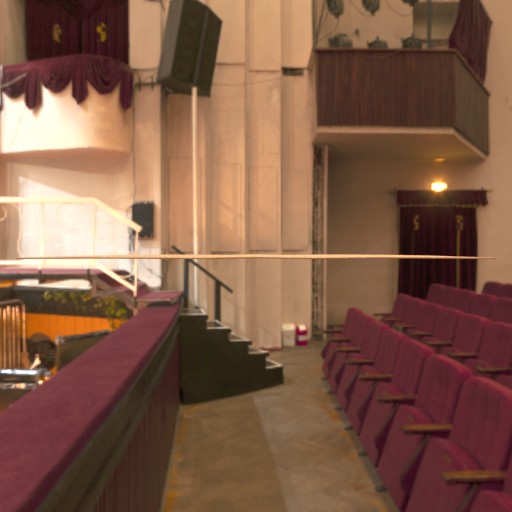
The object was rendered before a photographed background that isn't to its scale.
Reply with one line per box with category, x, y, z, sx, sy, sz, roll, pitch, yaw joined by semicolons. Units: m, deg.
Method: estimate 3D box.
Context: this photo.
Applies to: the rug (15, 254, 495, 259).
rug;0.000;0.000;2.700;2.135;0.013;1.524;0;1;1
